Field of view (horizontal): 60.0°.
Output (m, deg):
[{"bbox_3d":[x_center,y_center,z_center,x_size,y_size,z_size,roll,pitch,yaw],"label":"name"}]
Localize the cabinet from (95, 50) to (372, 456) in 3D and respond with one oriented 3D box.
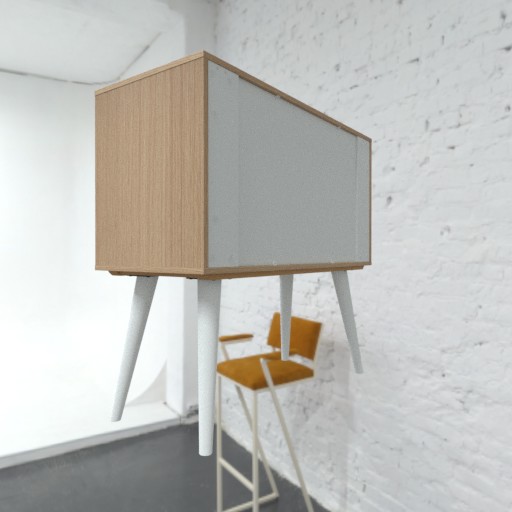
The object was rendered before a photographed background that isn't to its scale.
[{"bbox_3d":[0.000,0.000,1.651,0.470,1.016,1.057,0,0,37],"label":"cabinet"}]
